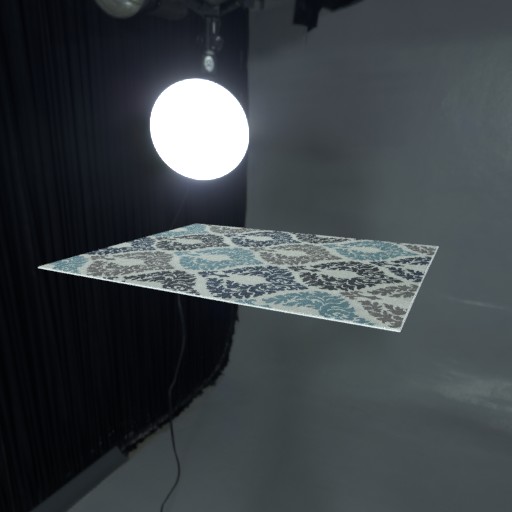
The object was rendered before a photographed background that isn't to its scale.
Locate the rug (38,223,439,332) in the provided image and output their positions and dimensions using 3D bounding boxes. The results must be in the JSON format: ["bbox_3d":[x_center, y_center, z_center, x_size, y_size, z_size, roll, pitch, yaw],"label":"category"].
[{"bbox_3d":[0.000,0.000,4.224,3.040,0.014,2.423,7,16,26],"label":"rug"}]
